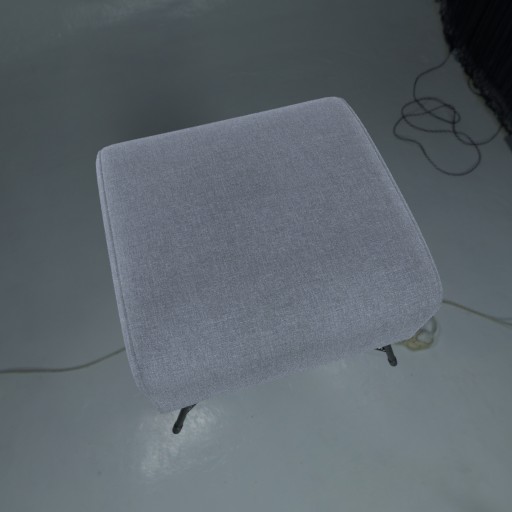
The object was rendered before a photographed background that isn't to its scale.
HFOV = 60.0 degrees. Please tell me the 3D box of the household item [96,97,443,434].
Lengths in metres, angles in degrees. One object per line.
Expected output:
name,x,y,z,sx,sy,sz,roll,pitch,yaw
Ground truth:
household item,0.000,0.000,0.921,0.530,0.410,0.530,-15,64,-7
